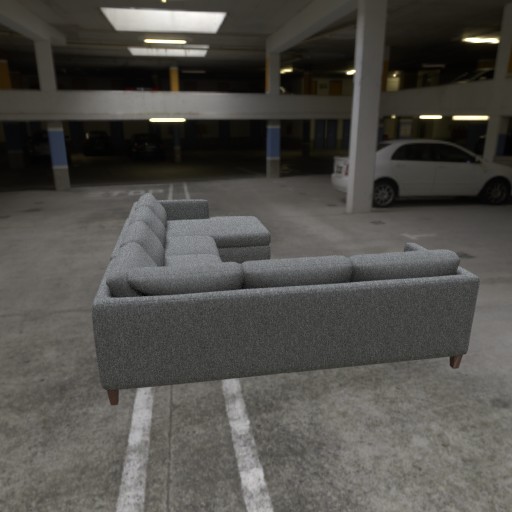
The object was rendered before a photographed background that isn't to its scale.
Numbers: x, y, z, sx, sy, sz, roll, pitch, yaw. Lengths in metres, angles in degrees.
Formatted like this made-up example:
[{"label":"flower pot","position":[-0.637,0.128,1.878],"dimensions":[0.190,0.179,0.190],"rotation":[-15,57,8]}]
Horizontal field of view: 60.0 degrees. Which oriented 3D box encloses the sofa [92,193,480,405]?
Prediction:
[{"label":"sofa","position":[0.000,0.000,4.342],"dimensions":[2.551,0.853,3.238],"rotation":[-3,18,-10]}]
